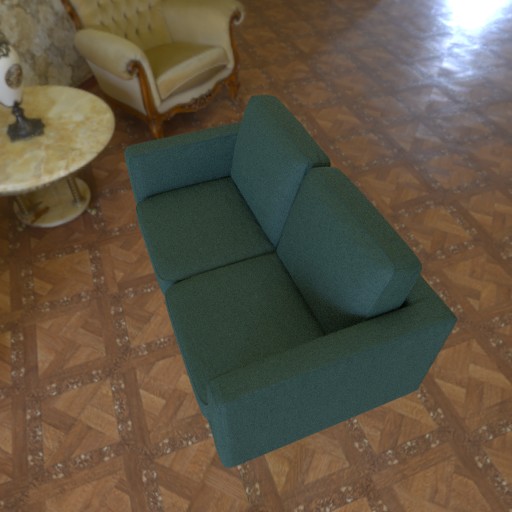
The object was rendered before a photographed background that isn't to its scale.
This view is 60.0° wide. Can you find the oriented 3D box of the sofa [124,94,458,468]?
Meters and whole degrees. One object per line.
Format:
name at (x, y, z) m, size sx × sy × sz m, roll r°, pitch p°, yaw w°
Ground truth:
sofa at (0.000, 0.000, 1.976) m, size 0.879 × 0.899 × 1.430 m, roll -16°, pitch 49°, yaw -15°
